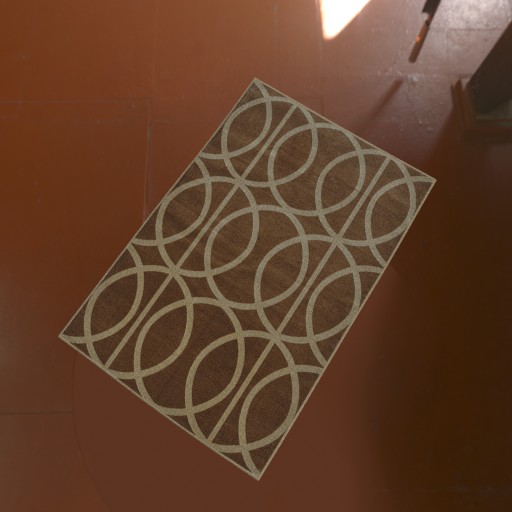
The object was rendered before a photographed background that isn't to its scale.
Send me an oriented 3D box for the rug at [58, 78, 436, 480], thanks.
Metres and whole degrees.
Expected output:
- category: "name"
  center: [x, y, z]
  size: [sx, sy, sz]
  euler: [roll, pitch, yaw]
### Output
- category: "rug"
  center: [0.000, 0.000, 2.945]
  size: [1.526, 0.014, 2.290]
  euler: [32, 77, 8]
